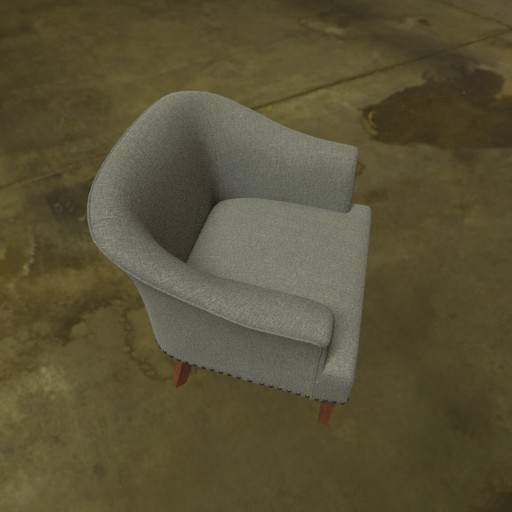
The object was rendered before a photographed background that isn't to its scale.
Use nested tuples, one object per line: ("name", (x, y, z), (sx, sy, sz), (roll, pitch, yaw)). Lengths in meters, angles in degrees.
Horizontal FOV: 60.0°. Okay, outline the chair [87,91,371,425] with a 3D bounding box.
("chair", (0.000, 0.000, 1.412), (0.704, 0.815, 0.798), (10, 48, 9))
